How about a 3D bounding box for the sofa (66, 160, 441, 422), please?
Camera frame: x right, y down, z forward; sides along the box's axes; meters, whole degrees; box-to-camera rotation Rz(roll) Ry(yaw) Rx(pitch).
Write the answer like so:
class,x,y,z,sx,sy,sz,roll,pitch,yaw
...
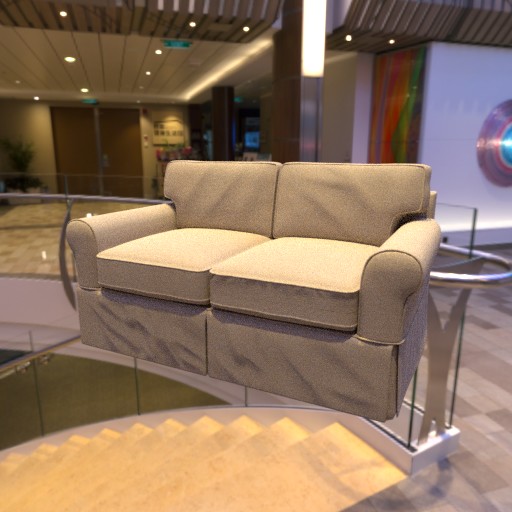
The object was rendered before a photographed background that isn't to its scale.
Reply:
class,x,y,z,sx,sy,sz,roll,pitch,yaw
sofa,0.000,0.000,2.308,1.727,0.940,0.991,7,15,26
